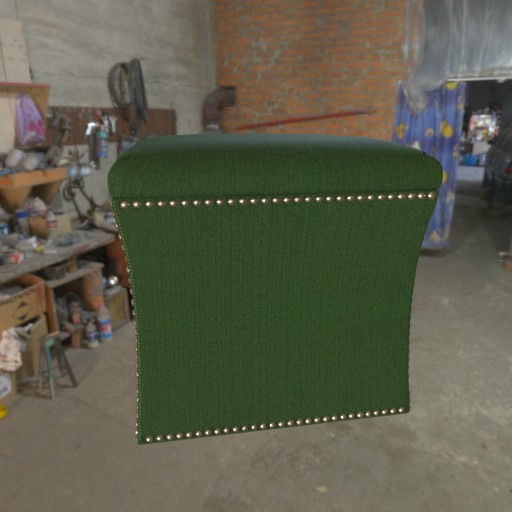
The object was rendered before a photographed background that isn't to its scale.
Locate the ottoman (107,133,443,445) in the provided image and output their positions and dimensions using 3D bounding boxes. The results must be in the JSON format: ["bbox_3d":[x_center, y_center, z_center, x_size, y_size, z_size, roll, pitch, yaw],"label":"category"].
[{"bbox_3d":[0.000,0.000,0.891,0.497,0.475,0.507,-3,17,-10],"label":"ottoman"}]
